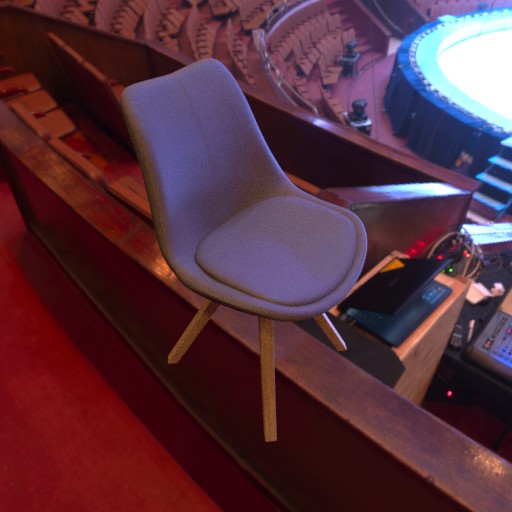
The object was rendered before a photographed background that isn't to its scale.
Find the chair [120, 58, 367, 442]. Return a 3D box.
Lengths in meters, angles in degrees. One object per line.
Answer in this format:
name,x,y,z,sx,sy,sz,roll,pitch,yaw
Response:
chair,0.000,0.000,1.194,0.547,0.865,0.483,27,48,28
